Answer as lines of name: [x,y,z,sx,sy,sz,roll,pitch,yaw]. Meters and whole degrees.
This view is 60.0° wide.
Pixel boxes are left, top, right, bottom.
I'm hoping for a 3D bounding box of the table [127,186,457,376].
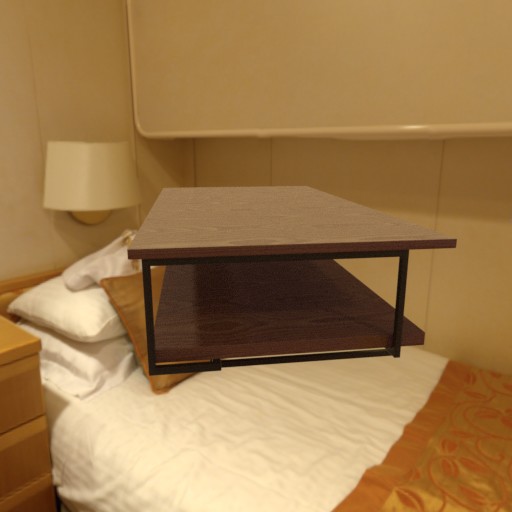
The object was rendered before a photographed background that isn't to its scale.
table: [0.000,0.000,1.470,0.651,0.347,1.197,-2,14,-8]
